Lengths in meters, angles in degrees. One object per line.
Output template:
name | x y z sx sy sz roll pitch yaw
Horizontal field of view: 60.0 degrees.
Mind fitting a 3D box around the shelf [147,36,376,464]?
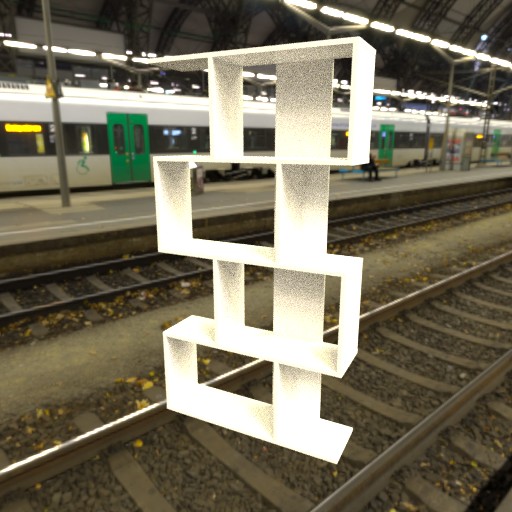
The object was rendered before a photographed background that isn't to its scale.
shelf | 0.000 0.000 1.966 0.890 1.650 0.250 7 16 26
